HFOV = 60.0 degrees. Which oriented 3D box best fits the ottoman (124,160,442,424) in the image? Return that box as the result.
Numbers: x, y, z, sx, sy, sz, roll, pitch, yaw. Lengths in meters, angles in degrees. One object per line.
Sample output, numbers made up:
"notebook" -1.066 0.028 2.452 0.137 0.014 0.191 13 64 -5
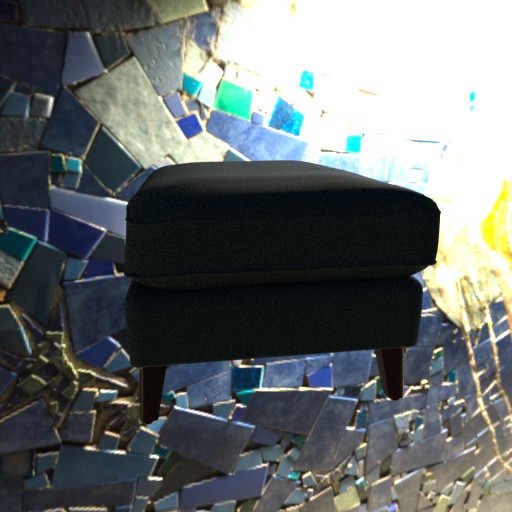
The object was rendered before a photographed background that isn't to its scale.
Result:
"ottoman" 0.000 0.000 1.259 0.629 0.503 0.835 -2 16 -9
